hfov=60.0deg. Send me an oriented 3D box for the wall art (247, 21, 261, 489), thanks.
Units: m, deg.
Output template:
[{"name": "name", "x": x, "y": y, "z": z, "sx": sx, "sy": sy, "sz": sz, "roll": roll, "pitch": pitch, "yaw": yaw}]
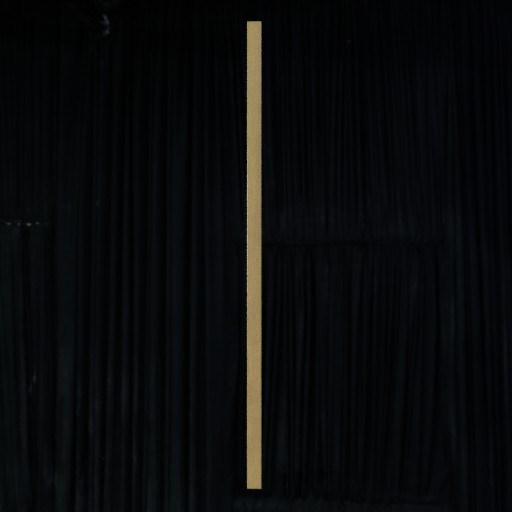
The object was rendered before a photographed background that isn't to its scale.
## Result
[{"name": "wall art", "x": 0.000, "y": 0.000, "z": 1.349, "sx": 0.030, "sy": 1.002, "sz": 0.798, "roll": 0, "pitch": -1, "yaw": 1}]
